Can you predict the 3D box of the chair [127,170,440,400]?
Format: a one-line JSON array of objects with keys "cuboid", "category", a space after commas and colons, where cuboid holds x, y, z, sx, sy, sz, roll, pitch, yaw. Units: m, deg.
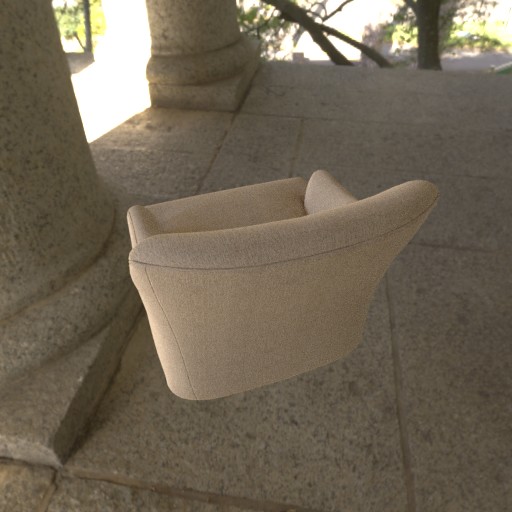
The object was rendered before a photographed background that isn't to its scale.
[{"cuboid": [0.000, 0.000, 1.595, 0.864, 0.856, 0.923, -13, 42, -15], "category": "chair"}]
